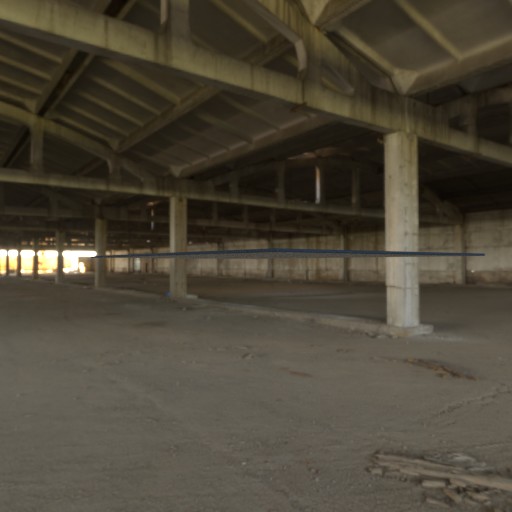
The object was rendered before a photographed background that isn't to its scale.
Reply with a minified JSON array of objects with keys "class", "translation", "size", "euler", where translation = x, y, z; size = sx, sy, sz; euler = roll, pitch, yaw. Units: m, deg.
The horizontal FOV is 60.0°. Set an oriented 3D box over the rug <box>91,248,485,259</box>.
[{"class":"rug","translation":[0.000,0.000,2.964],"size":[1.526,0.014,2.290],"euler":[1,-1,-36]}]
